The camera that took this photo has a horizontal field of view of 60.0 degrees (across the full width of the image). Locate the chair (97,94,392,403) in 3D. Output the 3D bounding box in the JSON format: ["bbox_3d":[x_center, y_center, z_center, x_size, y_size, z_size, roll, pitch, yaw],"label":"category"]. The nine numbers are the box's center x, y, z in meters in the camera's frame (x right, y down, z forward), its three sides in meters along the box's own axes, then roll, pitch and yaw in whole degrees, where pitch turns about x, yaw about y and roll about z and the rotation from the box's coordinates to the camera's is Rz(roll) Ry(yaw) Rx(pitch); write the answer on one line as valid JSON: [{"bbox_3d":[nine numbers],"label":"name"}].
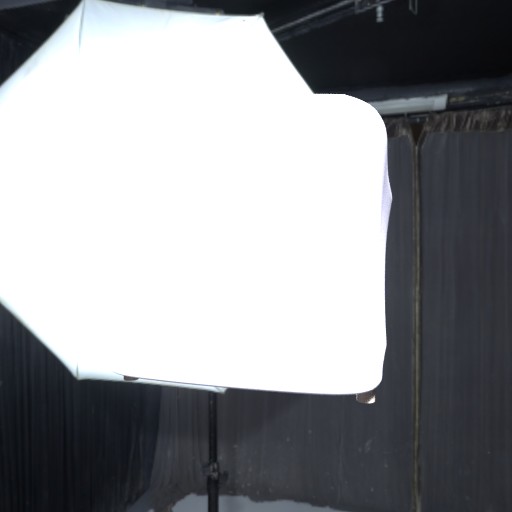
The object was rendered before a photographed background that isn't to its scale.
[{"bbox_3d":[0.000,0.000,1.349,0.790,0.720,0.700,0,0,17],"label":"chair"}]
